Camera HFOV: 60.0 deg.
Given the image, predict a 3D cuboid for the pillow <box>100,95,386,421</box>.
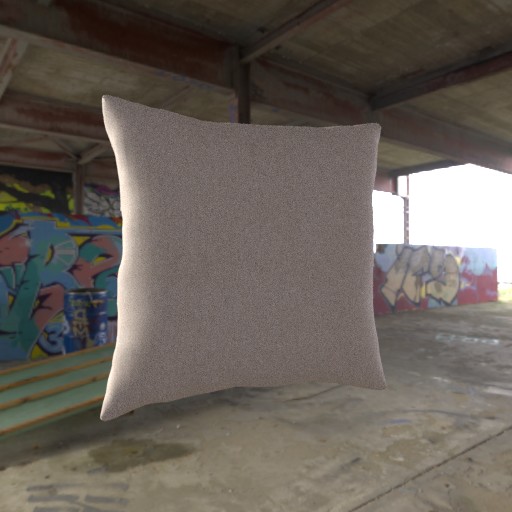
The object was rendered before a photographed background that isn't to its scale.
[{"bbox_3d":[0.000,0.000,0.655,0.433,0.436,0.173,0,0,-17],"label":"pillow"}]
